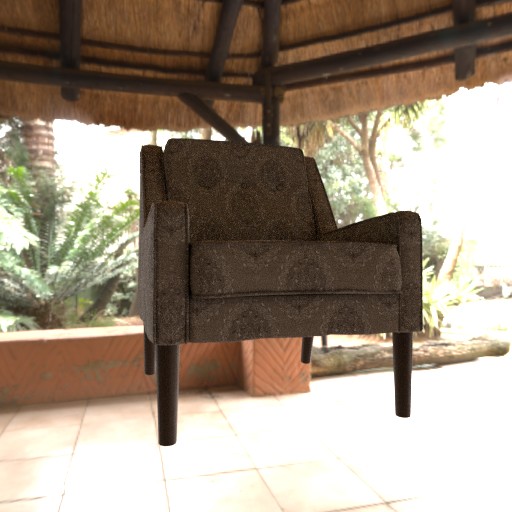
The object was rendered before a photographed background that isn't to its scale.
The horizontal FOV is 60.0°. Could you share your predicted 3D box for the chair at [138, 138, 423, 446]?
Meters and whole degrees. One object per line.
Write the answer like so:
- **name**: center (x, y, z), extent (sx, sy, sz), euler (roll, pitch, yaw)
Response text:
- **chair**: center (0.000, 0.000, 1.313), extent (0.665, 0.797, 0.750), euler (0, -1, -17)
